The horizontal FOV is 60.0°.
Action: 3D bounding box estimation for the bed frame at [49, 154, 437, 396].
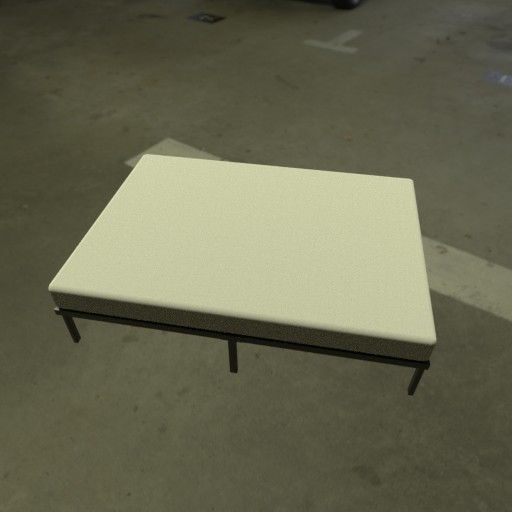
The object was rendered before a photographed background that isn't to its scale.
[{"bbox_3d":[0.000,0.000,3.790,2.842,0.680,2.205,12,44,13],"label":"bed frame"}]
